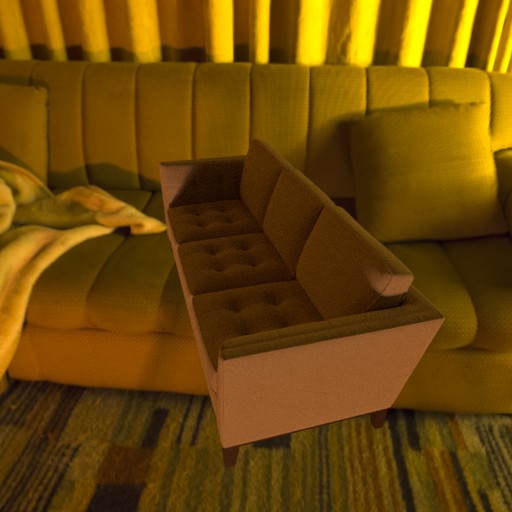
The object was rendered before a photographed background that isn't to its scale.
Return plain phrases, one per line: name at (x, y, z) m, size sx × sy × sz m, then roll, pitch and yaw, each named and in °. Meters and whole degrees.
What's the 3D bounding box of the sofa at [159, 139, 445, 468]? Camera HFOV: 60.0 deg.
sofa at (0.000, 0.000, 2.864) m, size 0.965 × 0.940 × 2.388 m, roll -8°, pitch 31°, yaw -14°
